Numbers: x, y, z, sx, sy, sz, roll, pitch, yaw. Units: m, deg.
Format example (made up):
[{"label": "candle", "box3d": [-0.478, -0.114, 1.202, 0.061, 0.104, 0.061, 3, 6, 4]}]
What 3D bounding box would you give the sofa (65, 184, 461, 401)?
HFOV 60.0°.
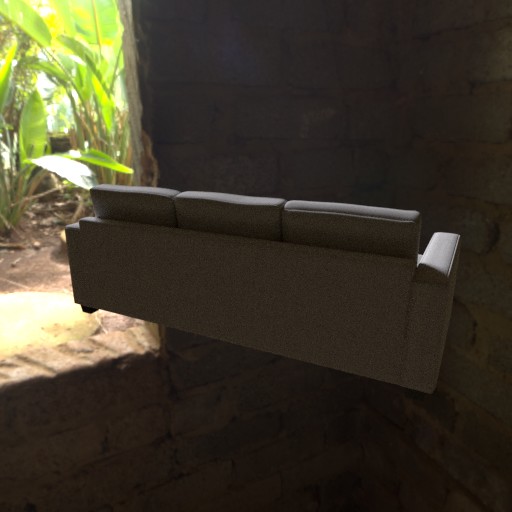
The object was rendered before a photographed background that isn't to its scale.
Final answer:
[{"label": "sofa", "box3d": [0.000, 0.000, 2.583, 2.120, 0.800, 0.900, 9, 19, 26]}]
